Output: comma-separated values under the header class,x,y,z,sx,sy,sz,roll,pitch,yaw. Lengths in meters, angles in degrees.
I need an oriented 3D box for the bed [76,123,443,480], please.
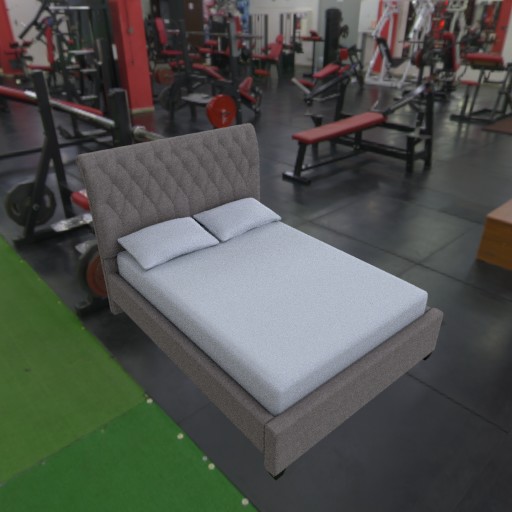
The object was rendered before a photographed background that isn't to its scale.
class,x,y,z,sx,sy,sz,roll,pitch,yaw
bed,0.000,0.000,3.328,1.645,1.371,2.252,-22,36,-34
